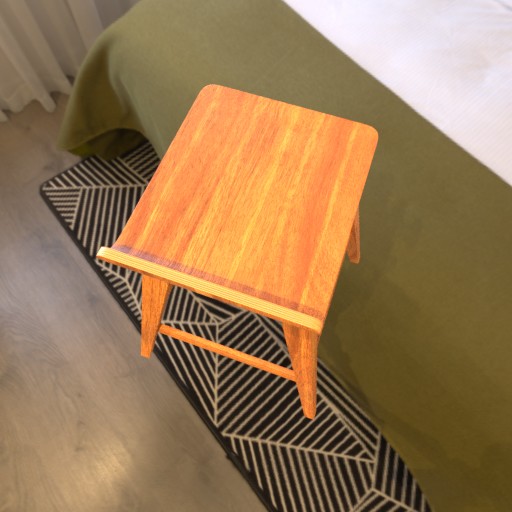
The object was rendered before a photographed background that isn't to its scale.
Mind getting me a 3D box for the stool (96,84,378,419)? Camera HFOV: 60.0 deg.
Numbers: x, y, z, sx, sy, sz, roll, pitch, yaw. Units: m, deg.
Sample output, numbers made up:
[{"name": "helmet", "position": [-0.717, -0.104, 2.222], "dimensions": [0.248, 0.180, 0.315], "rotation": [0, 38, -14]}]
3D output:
[{"name": "stool", "position": [0.000, 0.000, 1.005], "dimensions": [0.500, 0.650, 0.500], "rotation": [18, 66, 8]}]
